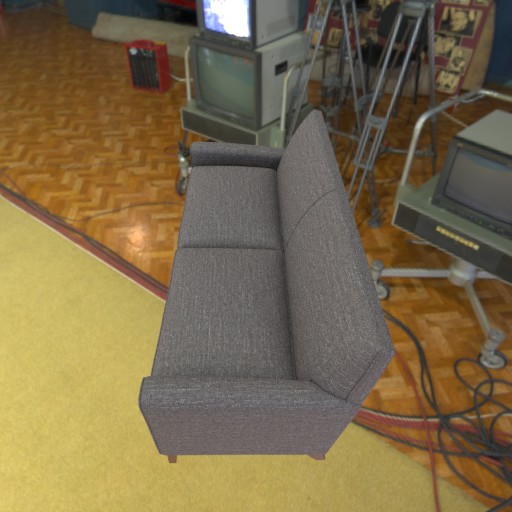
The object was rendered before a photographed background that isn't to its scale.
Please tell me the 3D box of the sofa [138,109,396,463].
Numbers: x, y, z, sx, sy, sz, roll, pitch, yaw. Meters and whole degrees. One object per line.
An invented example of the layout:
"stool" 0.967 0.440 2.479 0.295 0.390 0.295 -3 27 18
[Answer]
"sofa" 0.000 0.000 2.402 0.875 0.846 1.976 -1 41 -1
